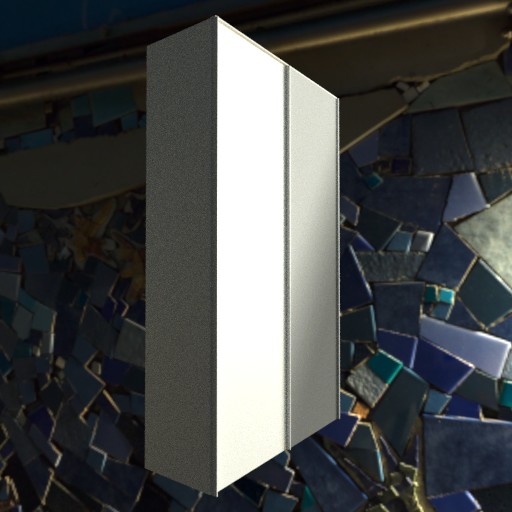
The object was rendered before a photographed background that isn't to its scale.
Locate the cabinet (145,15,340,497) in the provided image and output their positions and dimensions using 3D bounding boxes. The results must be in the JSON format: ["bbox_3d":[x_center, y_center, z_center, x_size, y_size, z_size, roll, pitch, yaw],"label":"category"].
[{"bbox_3d":[0.000,0.000,2.623,0.480,2.160,1.250,-1,-1,36],"label":"cabinet"}]
